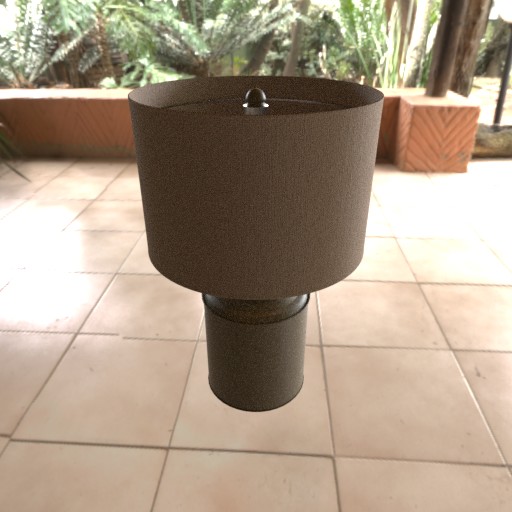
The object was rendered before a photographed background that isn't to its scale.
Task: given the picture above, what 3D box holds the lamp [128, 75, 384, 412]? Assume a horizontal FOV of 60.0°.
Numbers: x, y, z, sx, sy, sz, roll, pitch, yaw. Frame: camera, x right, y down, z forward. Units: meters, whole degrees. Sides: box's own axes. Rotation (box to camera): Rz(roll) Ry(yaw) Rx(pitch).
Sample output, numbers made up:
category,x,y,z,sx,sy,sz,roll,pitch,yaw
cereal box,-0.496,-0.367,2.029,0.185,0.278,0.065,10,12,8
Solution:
category,x,y,z,sx,sy,sz,roll,pitch,yaw
lamp,0.000,0.000,0.681,0.318,0.486,0.318,0,29,0
